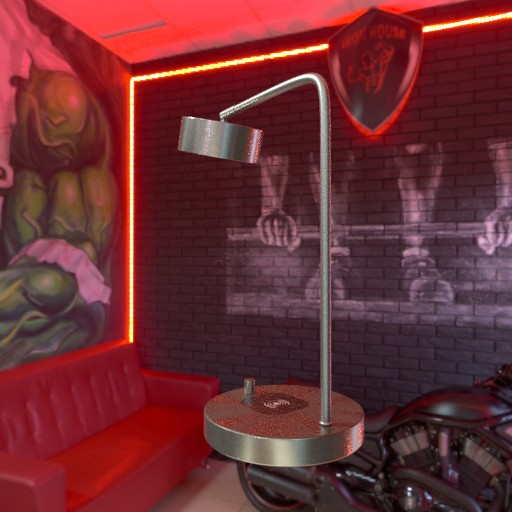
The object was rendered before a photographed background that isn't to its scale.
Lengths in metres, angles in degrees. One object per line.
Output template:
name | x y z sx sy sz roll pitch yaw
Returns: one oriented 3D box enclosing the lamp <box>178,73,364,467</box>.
lamp | 0.000 0.000 0.645 0.211 0.469 0.334 0 -1 -37
